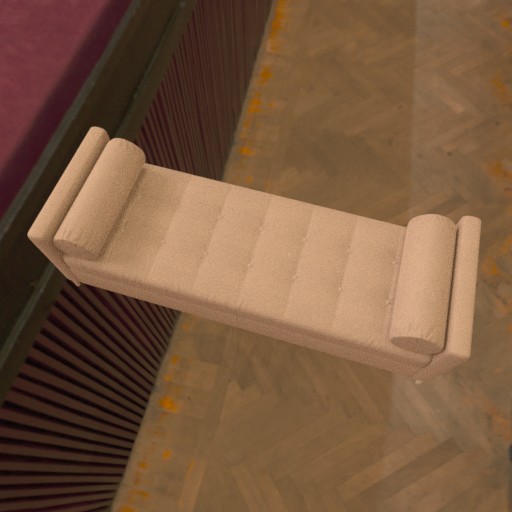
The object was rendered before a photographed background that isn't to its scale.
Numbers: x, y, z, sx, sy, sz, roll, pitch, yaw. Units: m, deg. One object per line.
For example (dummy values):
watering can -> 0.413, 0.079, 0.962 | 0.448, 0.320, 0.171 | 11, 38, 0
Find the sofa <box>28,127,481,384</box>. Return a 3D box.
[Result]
sofa -> 0.000, 0.000, 2.294 | 1.981, 0.635, 0.686 | 15, 65, 7
